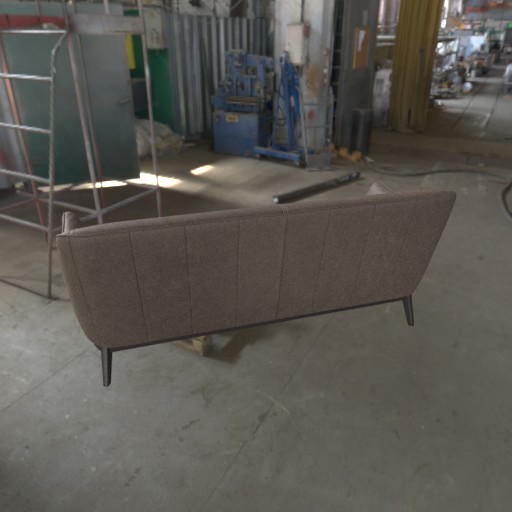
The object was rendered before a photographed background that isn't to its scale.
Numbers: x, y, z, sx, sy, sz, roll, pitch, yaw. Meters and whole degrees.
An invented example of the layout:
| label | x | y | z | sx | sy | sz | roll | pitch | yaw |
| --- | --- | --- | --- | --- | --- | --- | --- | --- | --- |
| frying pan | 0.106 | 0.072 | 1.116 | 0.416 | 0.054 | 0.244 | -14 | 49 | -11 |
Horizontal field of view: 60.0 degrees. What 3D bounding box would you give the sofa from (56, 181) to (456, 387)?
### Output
| label | x | y | z | sx | sy | sz | roll | pitch | yaw |
| --- | --- | --- | --- | --- | --- | --- | --- | --- | --- |
| sofa | 0.000 | 0.000 | 2.371 | 1.928 | 0.831 | 0.869 | -8 | 28 | -15 |
